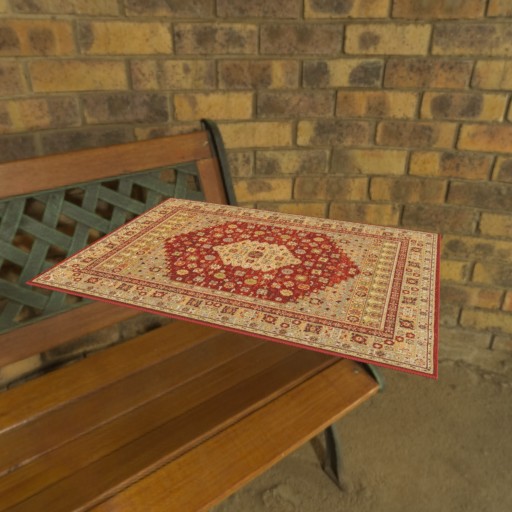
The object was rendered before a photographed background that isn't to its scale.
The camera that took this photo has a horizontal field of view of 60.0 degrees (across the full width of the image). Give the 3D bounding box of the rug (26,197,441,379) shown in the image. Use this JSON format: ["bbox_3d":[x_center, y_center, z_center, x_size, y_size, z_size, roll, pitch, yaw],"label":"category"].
[{"bbox_3d":[0.000,0.000,2.849,2.211,0.013,1.593,10,28,19],"label":"rug"}]
